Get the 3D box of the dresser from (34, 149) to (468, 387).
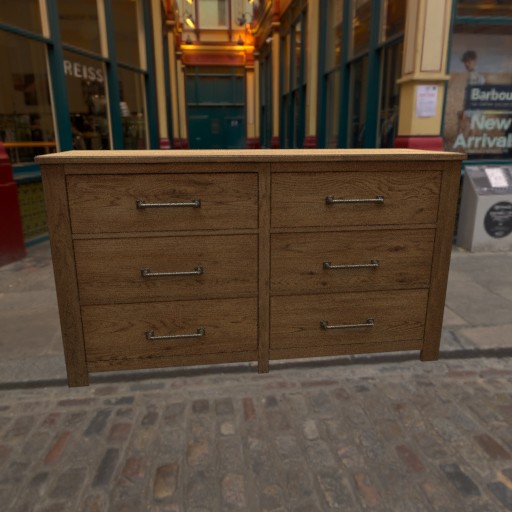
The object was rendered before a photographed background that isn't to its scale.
[{"bbox_3d":[0.000,0.000,2.040,1.657,0.932,0.563,-2,16,-8],"label":"dresser"}]
